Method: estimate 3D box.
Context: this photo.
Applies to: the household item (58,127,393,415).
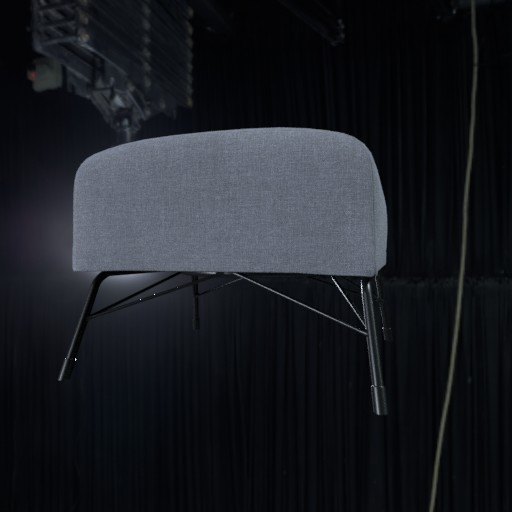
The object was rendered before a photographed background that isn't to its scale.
[{"bbox_3d":[0.000,0.000,0.906,0.530,0.410,0.530,0,0,18],"label":"household item"}]
